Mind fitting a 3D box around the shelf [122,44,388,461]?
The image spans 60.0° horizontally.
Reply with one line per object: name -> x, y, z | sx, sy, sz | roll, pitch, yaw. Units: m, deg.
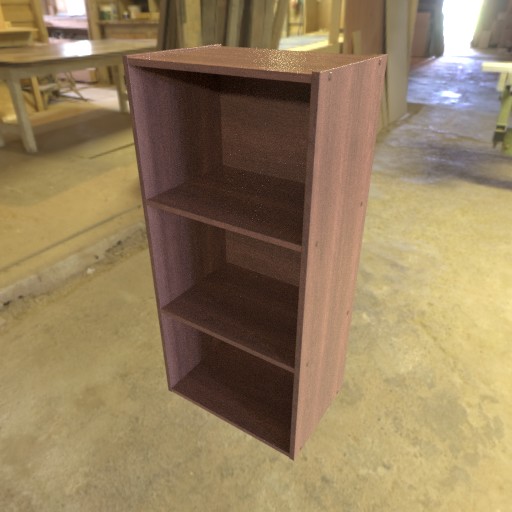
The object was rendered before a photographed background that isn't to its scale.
shelf -> 0.000, 0.000, 1.058 | 0.414, 0.879, 0.290 | 18, 35, 28
